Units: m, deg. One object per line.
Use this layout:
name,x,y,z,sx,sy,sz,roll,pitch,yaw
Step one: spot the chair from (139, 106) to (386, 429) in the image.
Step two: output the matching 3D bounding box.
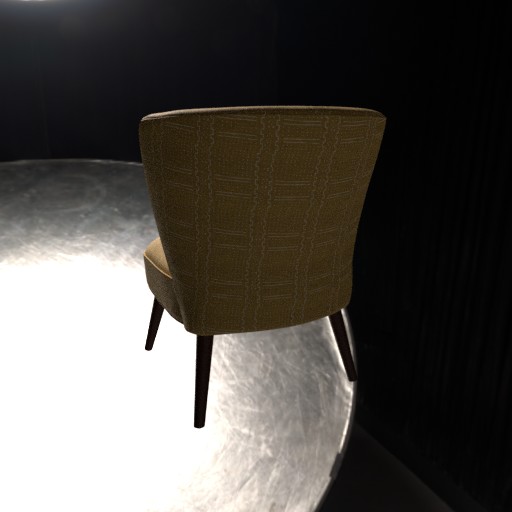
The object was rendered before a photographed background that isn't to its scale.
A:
chair,0.000,0.000,1.404,0.706,0.866,0.758,-8,17,-26
